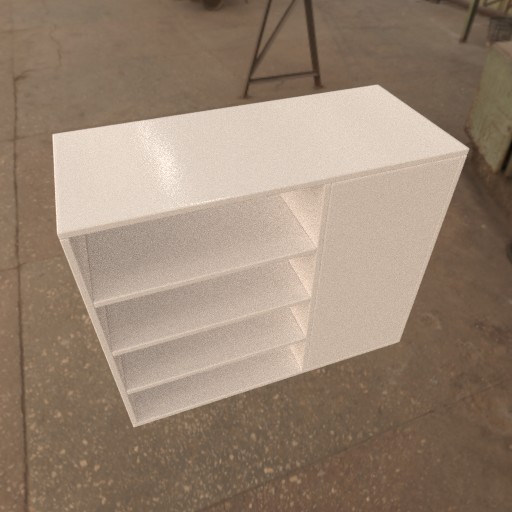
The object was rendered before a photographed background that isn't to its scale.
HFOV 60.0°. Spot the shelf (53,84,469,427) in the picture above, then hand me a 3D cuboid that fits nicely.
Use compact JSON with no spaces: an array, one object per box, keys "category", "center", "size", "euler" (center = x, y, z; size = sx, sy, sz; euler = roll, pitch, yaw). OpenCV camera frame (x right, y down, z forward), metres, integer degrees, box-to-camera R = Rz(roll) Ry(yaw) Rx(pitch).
[{"category":"shelf","center":[0.000,0.000,1.284],"size":[0.895,0.732,0.396],"euler":[-14,44,-14]}]
